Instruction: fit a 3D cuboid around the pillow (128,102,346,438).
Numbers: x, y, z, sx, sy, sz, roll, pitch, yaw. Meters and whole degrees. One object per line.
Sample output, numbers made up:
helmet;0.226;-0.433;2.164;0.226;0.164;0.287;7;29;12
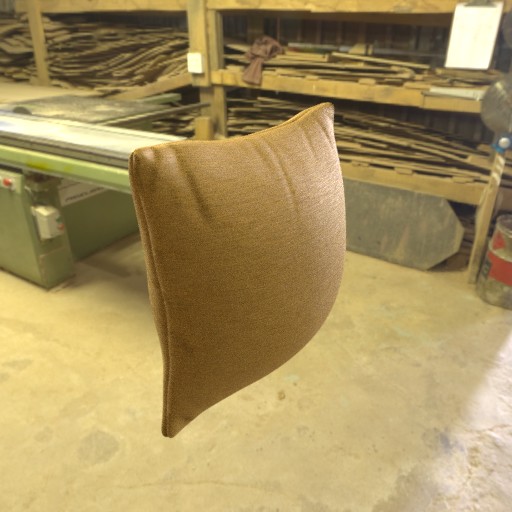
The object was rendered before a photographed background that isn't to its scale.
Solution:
pillow;0.000;0.000;0.696;0.247;0.417;0.435;18;32;32
